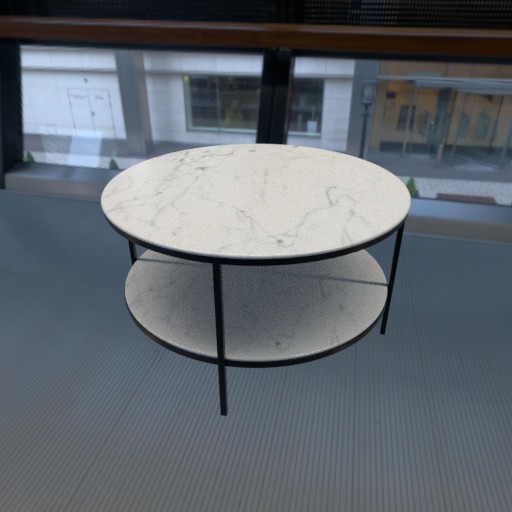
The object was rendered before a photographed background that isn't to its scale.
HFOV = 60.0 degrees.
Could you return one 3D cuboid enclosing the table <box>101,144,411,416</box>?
[{"bbox_3d":[0.000,0.000,1.303,0.800,0.450,0.800,0,29,0],"label":"table"}]
